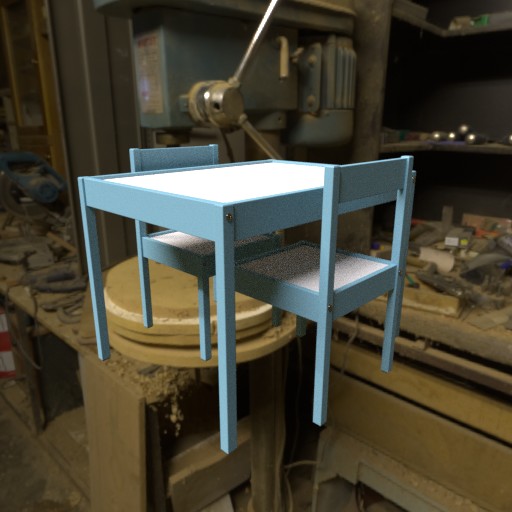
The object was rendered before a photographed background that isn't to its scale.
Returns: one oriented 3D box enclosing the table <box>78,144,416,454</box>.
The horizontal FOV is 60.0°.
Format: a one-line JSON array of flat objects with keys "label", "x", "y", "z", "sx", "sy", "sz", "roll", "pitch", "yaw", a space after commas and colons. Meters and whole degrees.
[{"label": "table", "x": 0.000, "y": 0.000, "z": 1.099, "sx": 0.633, "sy": 0.503, "sz": 0.639, "roll": 16, "pitch": 23, "yaw": 42}]
